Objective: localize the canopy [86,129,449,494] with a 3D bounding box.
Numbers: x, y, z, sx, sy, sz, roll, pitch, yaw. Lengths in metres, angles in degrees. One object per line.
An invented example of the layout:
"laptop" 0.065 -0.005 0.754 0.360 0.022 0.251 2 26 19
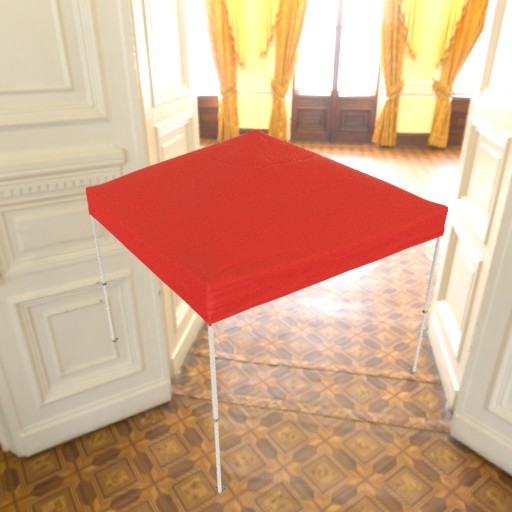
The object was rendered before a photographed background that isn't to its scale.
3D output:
"canopy" 0.000 0.000 5.385 2.998 2.997 2.996 -17 31 -32
